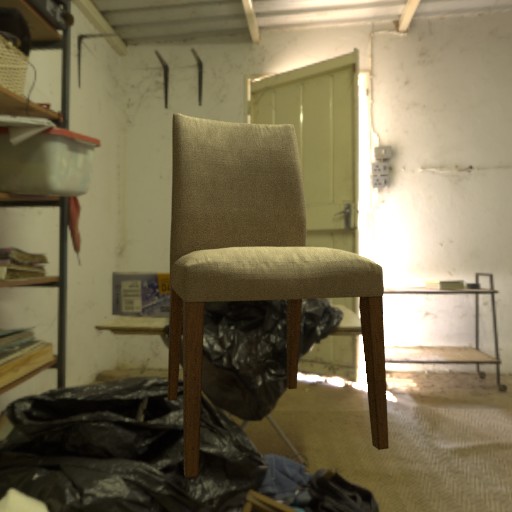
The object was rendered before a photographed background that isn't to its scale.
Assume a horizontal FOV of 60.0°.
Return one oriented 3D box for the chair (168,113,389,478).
[{"bbox_3d":[0.000,0.000,1.289,0.496,0.940,0.585,0,0,-17],"label":"chair"}]
